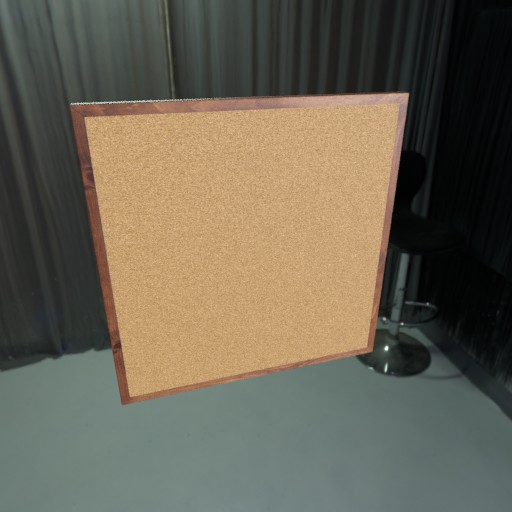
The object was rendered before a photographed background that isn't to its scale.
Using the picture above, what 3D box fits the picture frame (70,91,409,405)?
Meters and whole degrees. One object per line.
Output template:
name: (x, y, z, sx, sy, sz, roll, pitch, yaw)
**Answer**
picture frame: (0.000, 0.000, 1.206, 0.810, 0.817, 0.029, -8, 27, -16)
